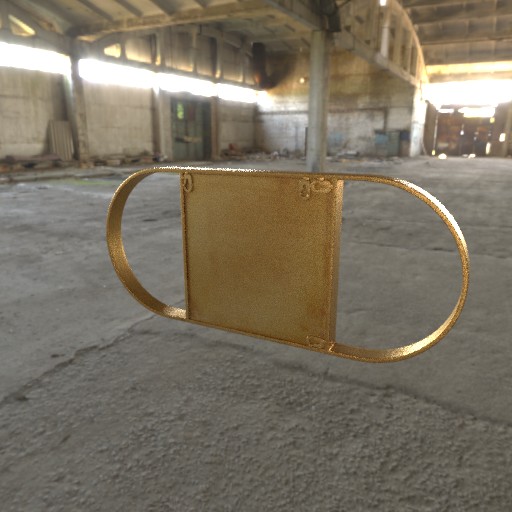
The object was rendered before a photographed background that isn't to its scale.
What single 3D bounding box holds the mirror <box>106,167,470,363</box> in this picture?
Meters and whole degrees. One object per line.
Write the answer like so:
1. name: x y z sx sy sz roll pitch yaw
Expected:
1. mirror: 0.000 0.000 0.670 0.584 0.254 0.032 8 17 27
